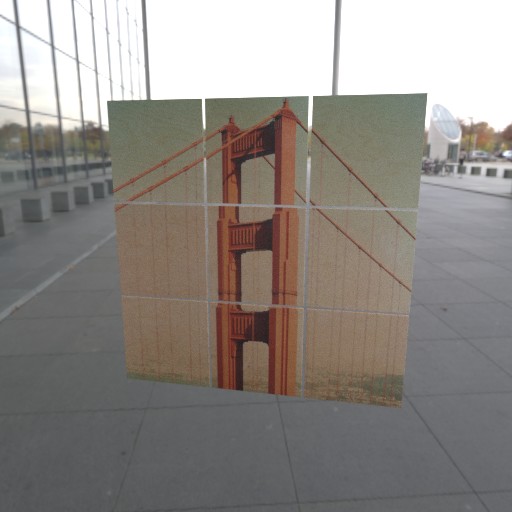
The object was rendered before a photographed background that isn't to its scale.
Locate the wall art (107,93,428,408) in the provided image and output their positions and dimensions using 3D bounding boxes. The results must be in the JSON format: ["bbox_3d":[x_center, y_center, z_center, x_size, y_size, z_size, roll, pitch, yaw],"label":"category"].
[{"bbox_3d":[0.000,0.000,2.243,1.517,1.523,0.013,3,14,11],"label":"wall art"}]
